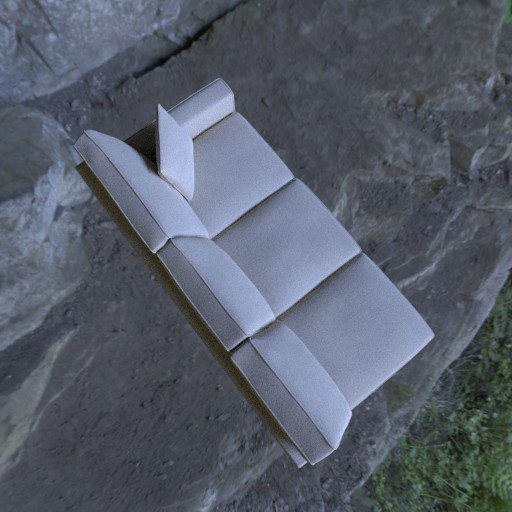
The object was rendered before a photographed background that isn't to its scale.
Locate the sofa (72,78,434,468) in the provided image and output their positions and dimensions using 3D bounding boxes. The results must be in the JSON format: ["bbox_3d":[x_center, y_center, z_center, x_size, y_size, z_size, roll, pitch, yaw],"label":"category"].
[{"bbox_3d":[0.000,0.000,2.551,1.034,0.946,1.963,-37,78,-9],"label":"sofa"}]
